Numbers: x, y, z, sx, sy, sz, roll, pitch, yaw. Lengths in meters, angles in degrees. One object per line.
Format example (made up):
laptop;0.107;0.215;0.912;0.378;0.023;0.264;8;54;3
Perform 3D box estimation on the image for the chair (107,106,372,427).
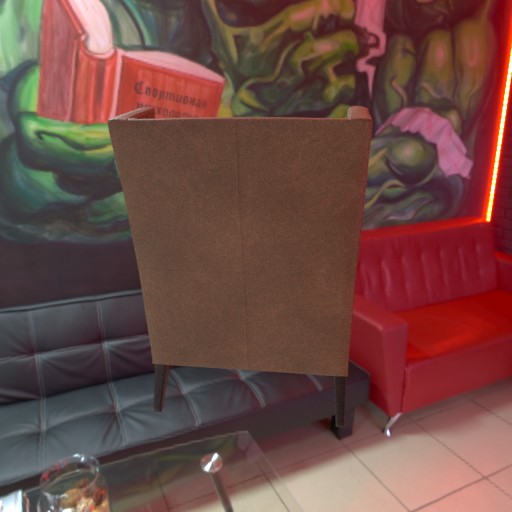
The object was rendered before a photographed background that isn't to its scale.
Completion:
chair;0.000;0.000;1.727;0.815;1.088;0.913;2;16;7
